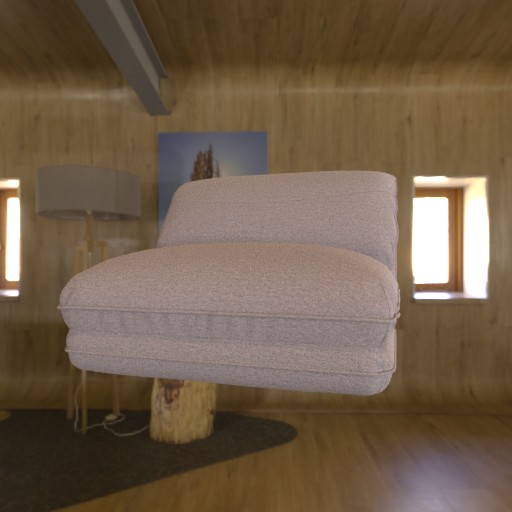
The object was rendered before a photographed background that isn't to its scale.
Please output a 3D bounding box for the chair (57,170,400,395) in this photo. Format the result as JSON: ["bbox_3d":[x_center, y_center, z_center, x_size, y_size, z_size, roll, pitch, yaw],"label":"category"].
[{"bbox_3d":[0.000,0.000,1.323,0.820,0.580,0.780,0,0,18],"label":"chair"}]
